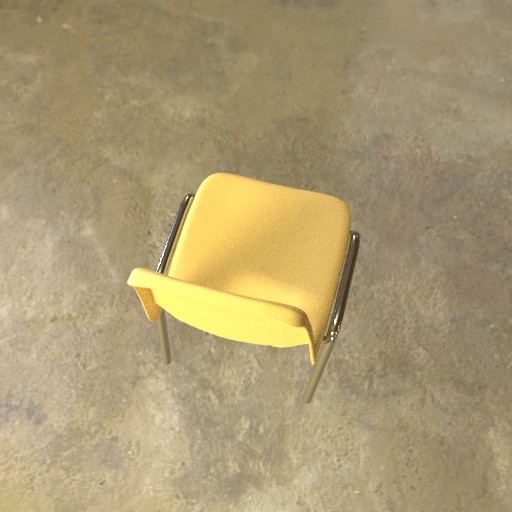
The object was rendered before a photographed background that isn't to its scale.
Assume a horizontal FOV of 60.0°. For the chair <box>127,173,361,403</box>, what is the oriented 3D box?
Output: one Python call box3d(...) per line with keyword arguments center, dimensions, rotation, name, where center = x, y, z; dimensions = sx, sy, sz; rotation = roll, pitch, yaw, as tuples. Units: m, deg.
box3d(center=(0.000, 0.000, 0.780), dimensions=(0.354, 0.536, 0.385), rotation=(14, 64, 7), name="chair")
